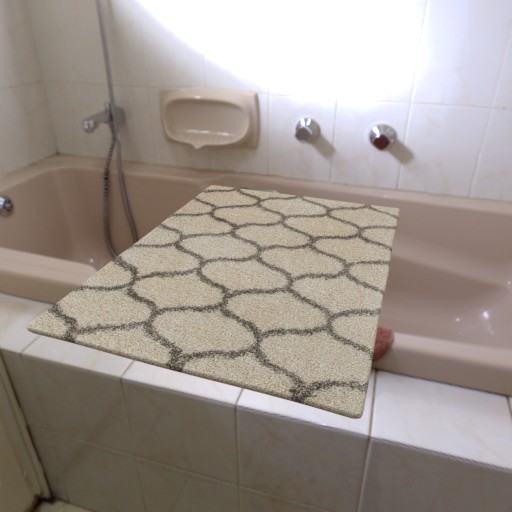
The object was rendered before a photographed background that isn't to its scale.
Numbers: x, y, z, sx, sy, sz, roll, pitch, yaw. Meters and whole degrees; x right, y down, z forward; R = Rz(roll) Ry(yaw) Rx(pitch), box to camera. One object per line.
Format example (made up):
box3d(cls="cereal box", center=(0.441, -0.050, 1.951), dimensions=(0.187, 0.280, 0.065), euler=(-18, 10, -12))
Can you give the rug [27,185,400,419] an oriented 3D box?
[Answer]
box3d(cls="rug", center=(0.000, 0.000, 2.078), dimensions=(1.200, 0.025, 1.600), euler=(10, 30, 17))
